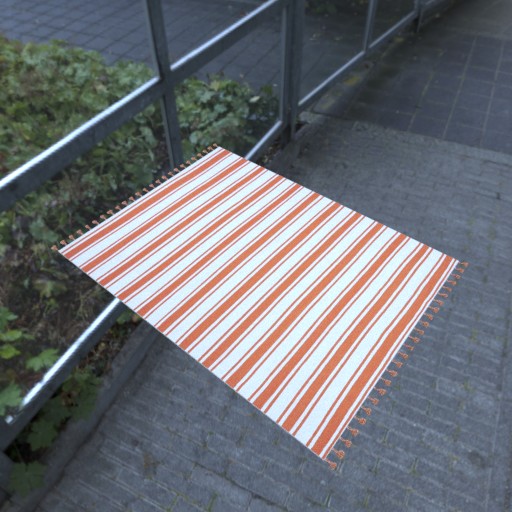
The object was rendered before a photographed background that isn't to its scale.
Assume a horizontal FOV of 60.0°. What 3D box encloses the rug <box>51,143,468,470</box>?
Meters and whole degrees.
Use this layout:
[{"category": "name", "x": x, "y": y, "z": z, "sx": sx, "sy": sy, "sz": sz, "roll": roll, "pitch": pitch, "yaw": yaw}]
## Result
[{"category": "rug", "x": 0.000, "y": 0.000, "z": 4.399, "sx": 3.369, "sy": 0.035, "sz": 2.451, "roll": 31, "pitch": 54, "yaw": 26}]
